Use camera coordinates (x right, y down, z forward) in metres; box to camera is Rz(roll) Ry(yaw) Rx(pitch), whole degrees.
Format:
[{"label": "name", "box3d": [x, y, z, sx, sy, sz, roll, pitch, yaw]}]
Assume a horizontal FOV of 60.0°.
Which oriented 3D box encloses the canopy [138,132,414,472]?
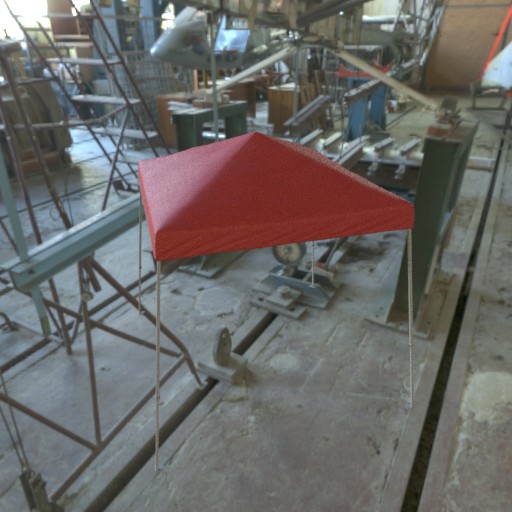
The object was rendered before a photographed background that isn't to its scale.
[{"label": "canopy", "box3d": [0.000, 0.000, 6.551, 3.600, 3.600, 3.599, -8, 27, -15]}]
